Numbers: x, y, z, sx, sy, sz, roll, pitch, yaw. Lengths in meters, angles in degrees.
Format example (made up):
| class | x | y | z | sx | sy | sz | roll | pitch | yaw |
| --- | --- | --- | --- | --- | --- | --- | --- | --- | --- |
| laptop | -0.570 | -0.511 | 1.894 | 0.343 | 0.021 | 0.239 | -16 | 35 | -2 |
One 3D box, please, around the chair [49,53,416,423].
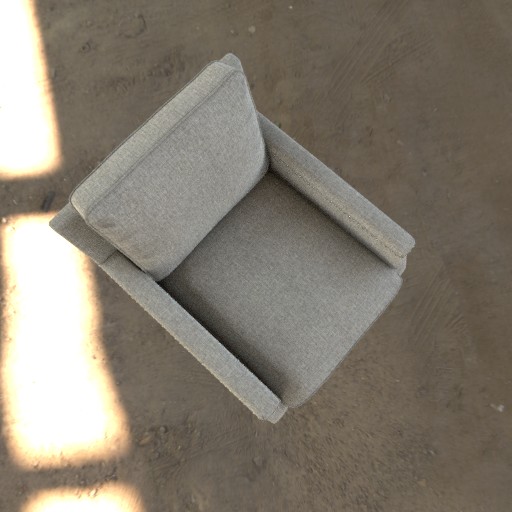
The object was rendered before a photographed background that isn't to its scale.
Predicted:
| class | x | y | z | sx | sy | sz | roll | pitch | yaw |
| --- | --- | --- | --- | --- | --- | --- | --- | --- | --- |
| chair | 0.000 | 0.000 | 1.700 | 1.014 | 0.943 | 0.853 | 41 | 80 | 9 |
